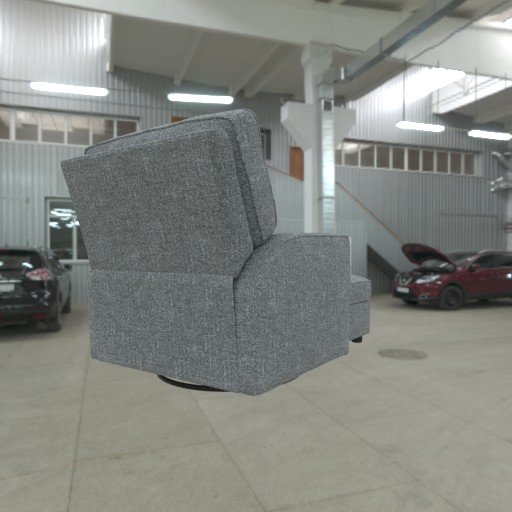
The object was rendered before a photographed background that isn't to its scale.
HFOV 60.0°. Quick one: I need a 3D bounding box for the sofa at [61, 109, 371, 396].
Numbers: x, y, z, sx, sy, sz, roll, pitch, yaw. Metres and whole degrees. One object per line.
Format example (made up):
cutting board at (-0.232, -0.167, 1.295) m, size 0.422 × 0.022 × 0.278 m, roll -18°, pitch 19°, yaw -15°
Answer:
sofa at (0.000, 0.000, 2.028) m, size 0.861 × 0.959 × 1.472 m, roll 0°, pitch 1°, yaw 36°
